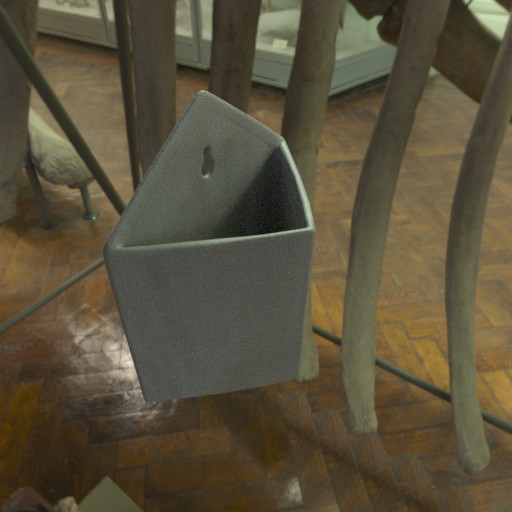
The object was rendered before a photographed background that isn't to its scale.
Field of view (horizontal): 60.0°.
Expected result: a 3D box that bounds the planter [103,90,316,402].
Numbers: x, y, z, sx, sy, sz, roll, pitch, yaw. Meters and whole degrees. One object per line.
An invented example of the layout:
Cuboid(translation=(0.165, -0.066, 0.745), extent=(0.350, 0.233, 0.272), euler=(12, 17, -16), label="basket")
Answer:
Cuboid(translation=(0.000, 0.000, 0.282), extent=(0.080, 0.194, 0.163), euler=(26, 46, 27), label="planter")
